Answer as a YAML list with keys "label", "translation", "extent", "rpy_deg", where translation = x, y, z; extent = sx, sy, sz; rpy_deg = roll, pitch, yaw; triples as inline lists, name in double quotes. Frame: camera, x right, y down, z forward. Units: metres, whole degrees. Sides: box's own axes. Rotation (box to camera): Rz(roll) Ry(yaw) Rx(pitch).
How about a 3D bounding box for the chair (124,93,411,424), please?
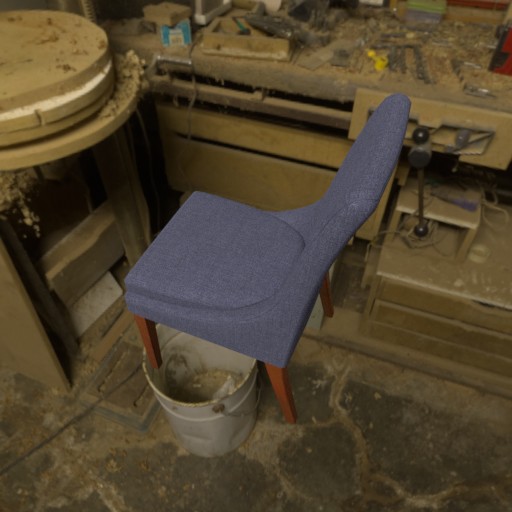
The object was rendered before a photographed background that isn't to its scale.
- label: "chair"
  translation: [0.000, 0.000, 1.339]
  extent: [0.655, 0.952, 0.508]
  rpy_deg: [16, 49, 15]
